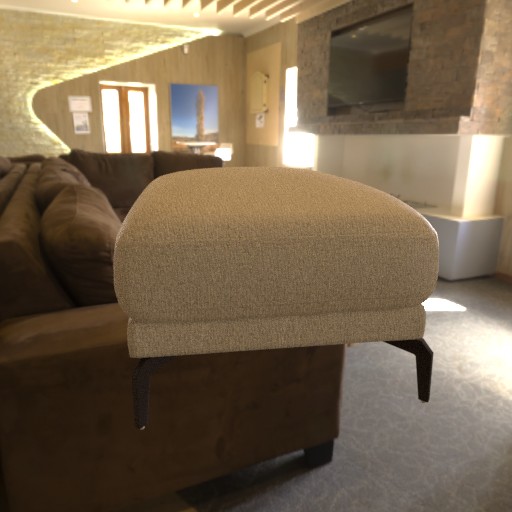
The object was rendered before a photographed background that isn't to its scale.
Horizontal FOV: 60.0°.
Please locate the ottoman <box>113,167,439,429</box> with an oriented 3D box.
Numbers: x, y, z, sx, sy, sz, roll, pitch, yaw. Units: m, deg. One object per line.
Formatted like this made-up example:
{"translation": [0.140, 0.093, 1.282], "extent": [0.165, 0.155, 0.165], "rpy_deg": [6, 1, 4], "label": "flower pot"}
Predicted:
{"translation": [0.000, 0.000, 1.085], "extent": [0.568, 0.420, 0.772], "rpy_deg": [-2, 15, -8], "label": "ottoman"}
